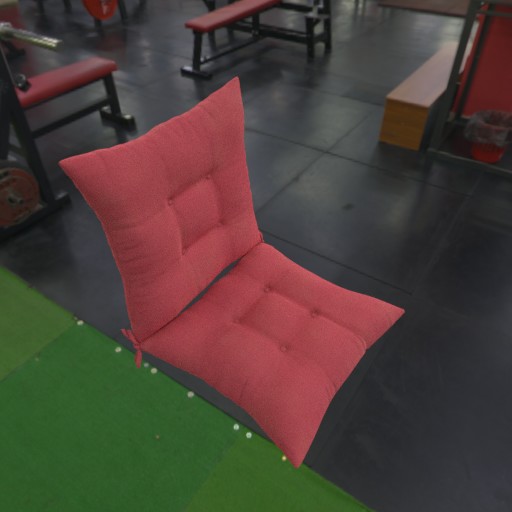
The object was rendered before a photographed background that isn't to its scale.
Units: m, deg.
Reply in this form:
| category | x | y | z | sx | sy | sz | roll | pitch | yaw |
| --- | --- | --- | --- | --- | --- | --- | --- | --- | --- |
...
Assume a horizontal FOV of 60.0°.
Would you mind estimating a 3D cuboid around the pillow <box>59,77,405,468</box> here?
| category | x | y | z | sx | sy | sz | roll | pitch | yaw |
| --- | --- | --- | --- | --- | --- | --- | --- | --- | --- |
| pillow | 0.000 | 0.000 | 0.985 | 0.585 | 0.536 | 0.541 | 27 | 48 | 27 |
